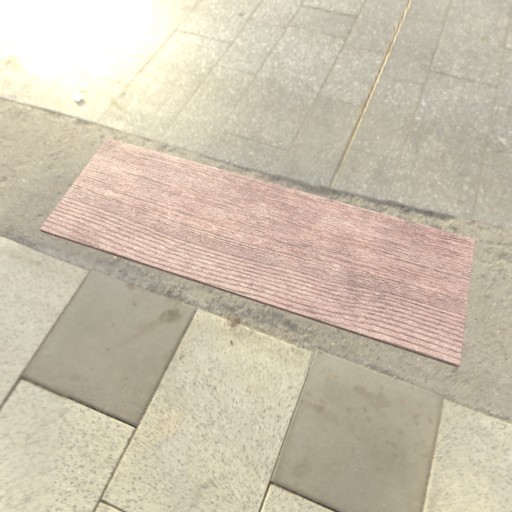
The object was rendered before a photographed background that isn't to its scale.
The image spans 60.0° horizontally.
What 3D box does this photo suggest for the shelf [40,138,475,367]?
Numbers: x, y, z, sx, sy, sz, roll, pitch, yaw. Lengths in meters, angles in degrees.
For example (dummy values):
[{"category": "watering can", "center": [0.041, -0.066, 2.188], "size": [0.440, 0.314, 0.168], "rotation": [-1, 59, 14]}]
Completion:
[{"category": "shelf", "center": [0.000, 0.000, 0.705], "size": [0.610, 0.125, 0.200], "rotation": [17, 61, 10]}]
